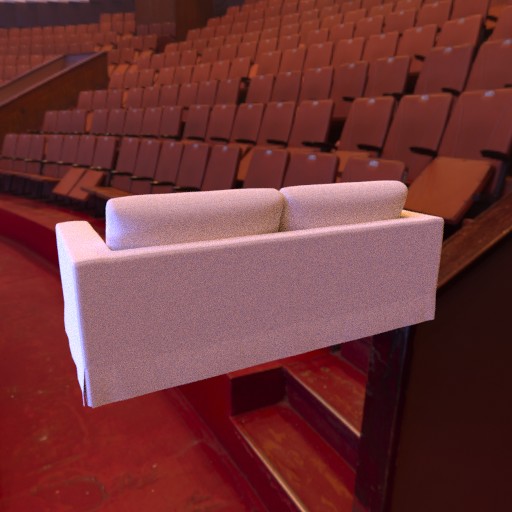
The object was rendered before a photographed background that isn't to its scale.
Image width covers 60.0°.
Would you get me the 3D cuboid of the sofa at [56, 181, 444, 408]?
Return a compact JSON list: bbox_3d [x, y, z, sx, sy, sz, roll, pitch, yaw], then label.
[{"bbox_3d":[0.000,0.000,2.693,2.163,0.881,0.954,-8,17,-26],"label":"sofa"}]
